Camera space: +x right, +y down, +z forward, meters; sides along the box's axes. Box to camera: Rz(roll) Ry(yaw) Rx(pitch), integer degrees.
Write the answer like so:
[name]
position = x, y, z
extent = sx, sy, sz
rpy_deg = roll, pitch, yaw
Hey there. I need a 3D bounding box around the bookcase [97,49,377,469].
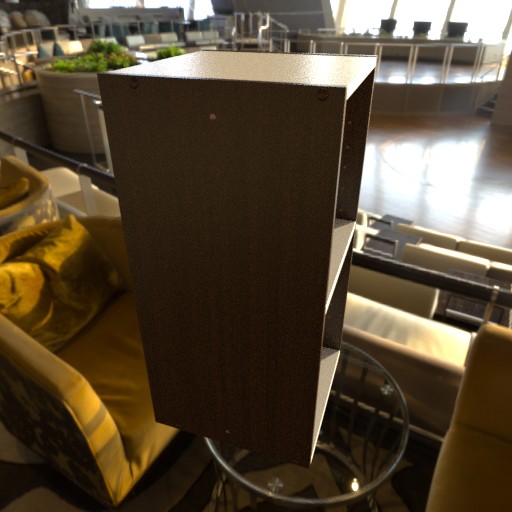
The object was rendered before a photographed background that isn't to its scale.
[bookcase]
position = 0.000, 0.000, 0.747
extent = 0.290, 0.600, 0.300
rpy_deg = 10, 32, 16
